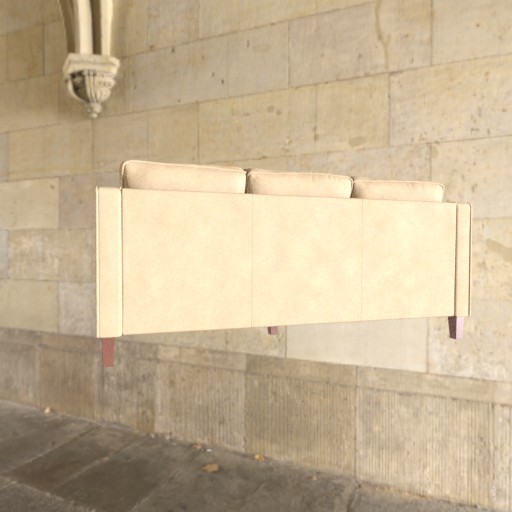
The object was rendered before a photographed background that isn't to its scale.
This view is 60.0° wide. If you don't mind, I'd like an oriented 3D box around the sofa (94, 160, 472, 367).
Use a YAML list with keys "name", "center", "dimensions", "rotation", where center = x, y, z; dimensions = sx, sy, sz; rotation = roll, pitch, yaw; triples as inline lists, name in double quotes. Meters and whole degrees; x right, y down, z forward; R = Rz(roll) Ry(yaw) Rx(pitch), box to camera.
- name: "sofa"
  center: [0.000, 0.000, 3.363]
  dimensions: [2.317, 1.066, 1.858]
  rotation: [0, 1, -19]
